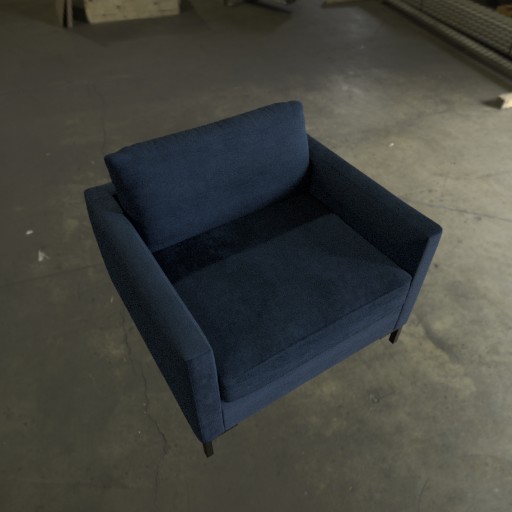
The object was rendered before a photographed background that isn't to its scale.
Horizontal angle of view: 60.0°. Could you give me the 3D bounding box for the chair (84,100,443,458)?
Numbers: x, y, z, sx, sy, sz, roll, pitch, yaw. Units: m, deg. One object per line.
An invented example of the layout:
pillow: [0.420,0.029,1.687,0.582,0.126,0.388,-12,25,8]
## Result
chair: [0.000,0.000,1.653,0.964,0.812,0.875,-24,49,-22]
